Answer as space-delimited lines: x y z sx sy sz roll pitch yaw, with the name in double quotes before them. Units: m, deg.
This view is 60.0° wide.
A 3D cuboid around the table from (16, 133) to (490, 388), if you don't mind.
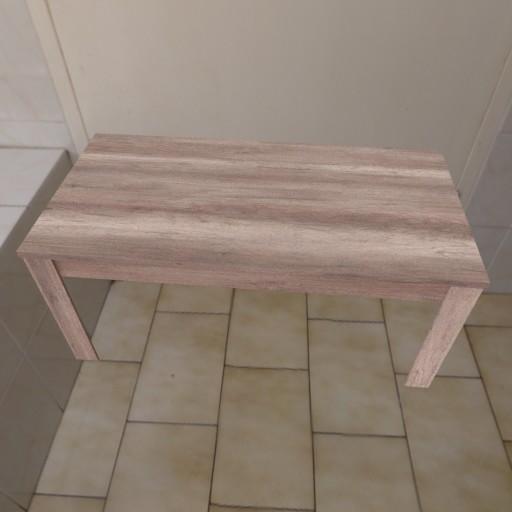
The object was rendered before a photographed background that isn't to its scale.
"table" 0.000 0.000 2.269 1.800 0.790 0.900 4 45 4
